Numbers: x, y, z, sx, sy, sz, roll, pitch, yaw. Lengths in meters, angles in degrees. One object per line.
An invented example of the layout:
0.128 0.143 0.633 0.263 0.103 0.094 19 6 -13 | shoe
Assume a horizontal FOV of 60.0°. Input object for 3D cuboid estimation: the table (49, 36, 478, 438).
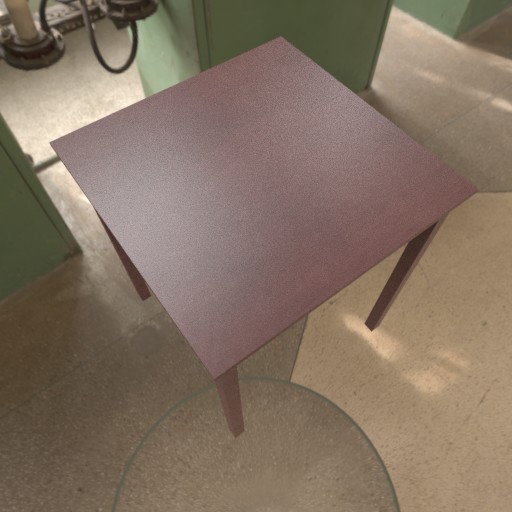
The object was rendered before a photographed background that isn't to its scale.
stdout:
0.000 0.000 1.669 0.861 0.991 0.861 -33 64 -18 | table
